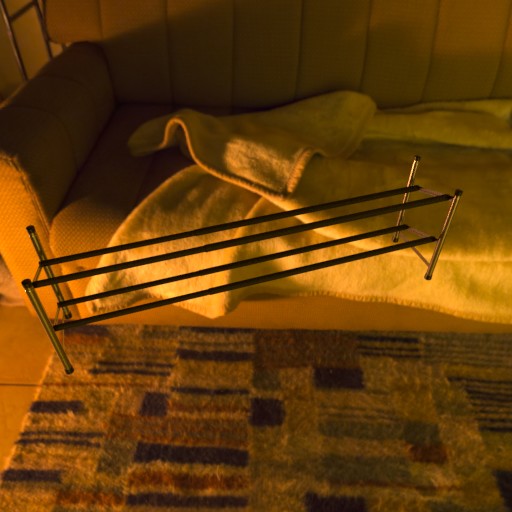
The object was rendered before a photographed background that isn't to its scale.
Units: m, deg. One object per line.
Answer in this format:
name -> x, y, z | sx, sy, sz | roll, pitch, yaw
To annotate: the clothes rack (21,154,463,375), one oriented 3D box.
clothes rack -> 0.000, 0.000, 1.306 | 1.168, 0.349, 0.229 | -13, 43, -14
